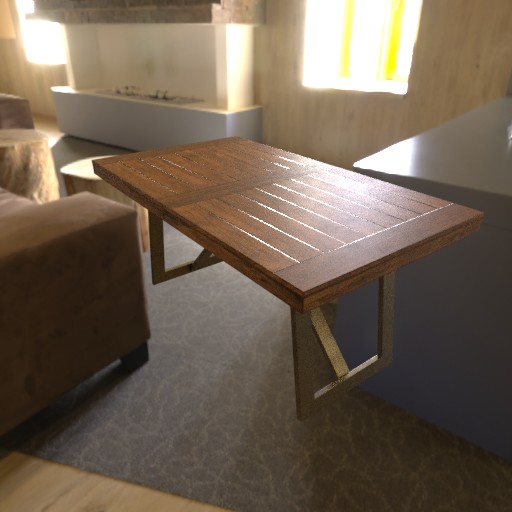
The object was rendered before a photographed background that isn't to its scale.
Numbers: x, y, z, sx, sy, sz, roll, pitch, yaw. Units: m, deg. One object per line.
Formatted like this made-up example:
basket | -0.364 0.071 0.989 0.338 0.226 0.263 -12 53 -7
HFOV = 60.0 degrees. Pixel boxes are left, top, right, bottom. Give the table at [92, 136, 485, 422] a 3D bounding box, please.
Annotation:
table | 0.000 0.000 2.185 0.931 0.757 1.641 -19 33 -33
